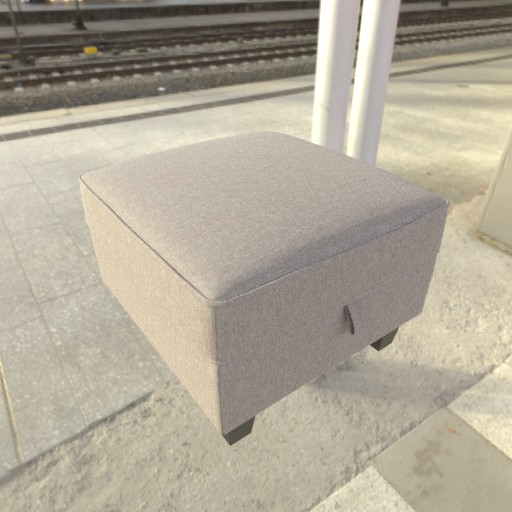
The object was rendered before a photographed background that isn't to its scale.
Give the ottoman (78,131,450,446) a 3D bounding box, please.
[{"bbox_3d":[0.000,0.000,1.413,0.808,0.612,0.871,-21,38,-30],"label":"ottoman"}]
